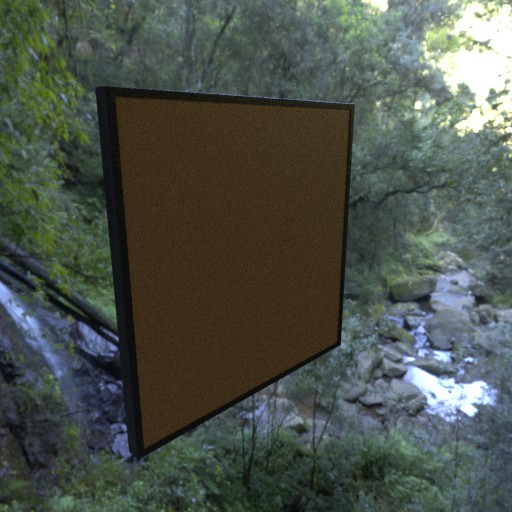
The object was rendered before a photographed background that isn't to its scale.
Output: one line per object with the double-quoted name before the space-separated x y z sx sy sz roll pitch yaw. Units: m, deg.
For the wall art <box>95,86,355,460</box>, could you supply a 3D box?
"wall art" 0.000 0.000 1.131 0.763 0.763 0.039 -15 22 -43
